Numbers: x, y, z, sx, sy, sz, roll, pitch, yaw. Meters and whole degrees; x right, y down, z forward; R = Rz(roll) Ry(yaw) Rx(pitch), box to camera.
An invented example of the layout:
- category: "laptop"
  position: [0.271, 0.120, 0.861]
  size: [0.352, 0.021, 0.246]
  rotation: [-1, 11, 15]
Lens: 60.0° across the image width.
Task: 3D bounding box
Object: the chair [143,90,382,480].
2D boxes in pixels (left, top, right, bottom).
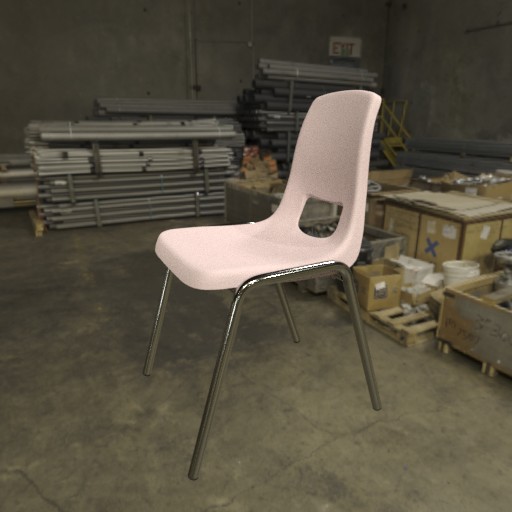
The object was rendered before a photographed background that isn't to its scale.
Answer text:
- category: "chair"
  position: [0.000, 0.000, 0.917]
  size: [0.436, 0.653, 0.381]
  rotation: [-8, 19, -25]
